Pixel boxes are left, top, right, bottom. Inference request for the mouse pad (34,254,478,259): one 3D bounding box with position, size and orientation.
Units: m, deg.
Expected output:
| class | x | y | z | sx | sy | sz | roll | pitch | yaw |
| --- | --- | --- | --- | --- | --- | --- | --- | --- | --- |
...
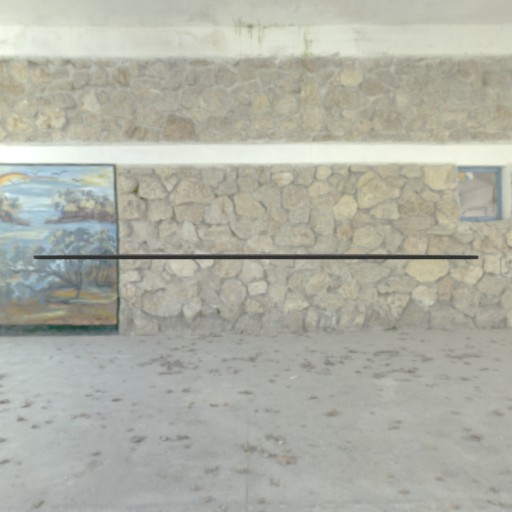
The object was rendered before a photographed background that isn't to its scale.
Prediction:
| class | x | y | z | sx | sy | sz | roll | pitch | yaw |
| --- | --- | --- | --- | --- | --- | --- | --- | --- | --- |
| mouse pad | 0.000 | 0.000 | 0.339 | 0.249 | 0.002 | 0.211 | 0 | 0 | 0 |
